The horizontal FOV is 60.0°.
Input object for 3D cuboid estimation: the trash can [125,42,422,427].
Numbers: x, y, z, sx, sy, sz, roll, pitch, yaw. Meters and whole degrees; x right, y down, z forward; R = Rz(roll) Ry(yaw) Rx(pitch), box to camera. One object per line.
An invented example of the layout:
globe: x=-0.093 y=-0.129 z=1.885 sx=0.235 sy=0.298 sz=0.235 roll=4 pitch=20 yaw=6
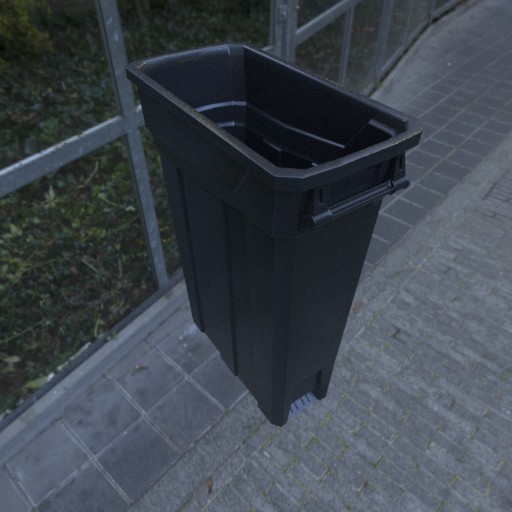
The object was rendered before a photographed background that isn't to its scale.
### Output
trash can: x=0.000 y=0.000 z=1.018 sx=0.281 sy=0.762 sz=0.559 roll=-25 pitch=47 yaw=-25
